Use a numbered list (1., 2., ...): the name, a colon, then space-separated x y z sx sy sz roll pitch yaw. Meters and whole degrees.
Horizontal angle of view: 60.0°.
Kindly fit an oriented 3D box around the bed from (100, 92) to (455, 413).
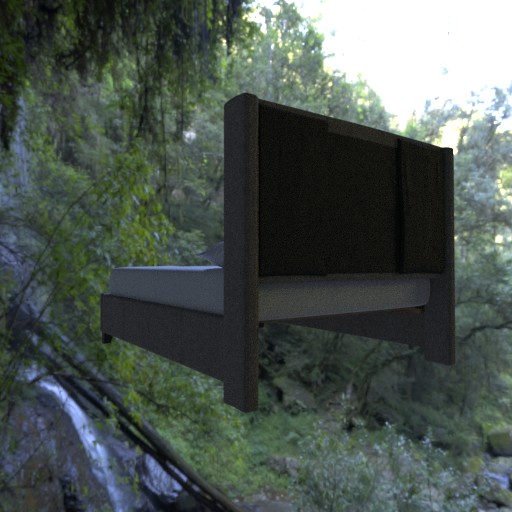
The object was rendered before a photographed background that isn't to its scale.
1. bed: 0.000 0.000 3.407 1.714 1.476 2.245 1 -1 -35
